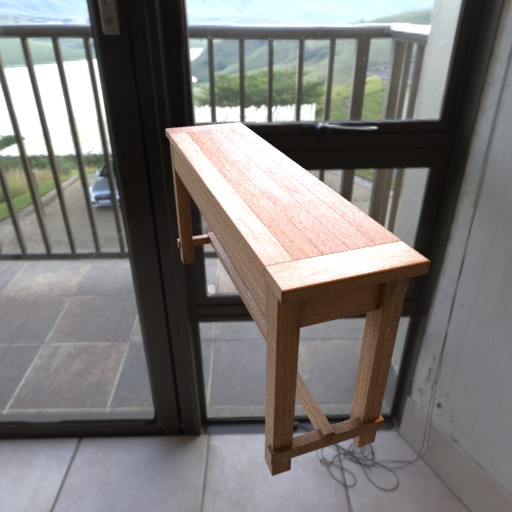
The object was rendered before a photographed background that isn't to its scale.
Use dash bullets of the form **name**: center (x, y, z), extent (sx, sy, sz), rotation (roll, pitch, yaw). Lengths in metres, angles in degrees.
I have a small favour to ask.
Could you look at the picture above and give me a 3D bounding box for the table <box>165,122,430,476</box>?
- **table**: center (0.000, 0.000, 1.922), extent (0.442, 0.762, 1.599), rotation (-10, 31, -17)
